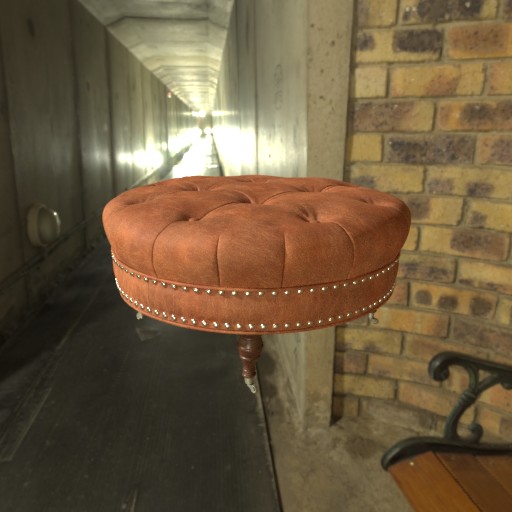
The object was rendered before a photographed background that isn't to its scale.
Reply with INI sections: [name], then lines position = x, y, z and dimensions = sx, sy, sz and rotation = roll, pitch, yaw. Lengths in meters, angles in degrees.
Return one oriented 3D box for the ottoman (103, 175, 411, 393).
[ottoman]
position = 0.000, 0.000, 1.387
dimensions = 0.901, 0.444, 0.901
rotation = 0, 18, 0
